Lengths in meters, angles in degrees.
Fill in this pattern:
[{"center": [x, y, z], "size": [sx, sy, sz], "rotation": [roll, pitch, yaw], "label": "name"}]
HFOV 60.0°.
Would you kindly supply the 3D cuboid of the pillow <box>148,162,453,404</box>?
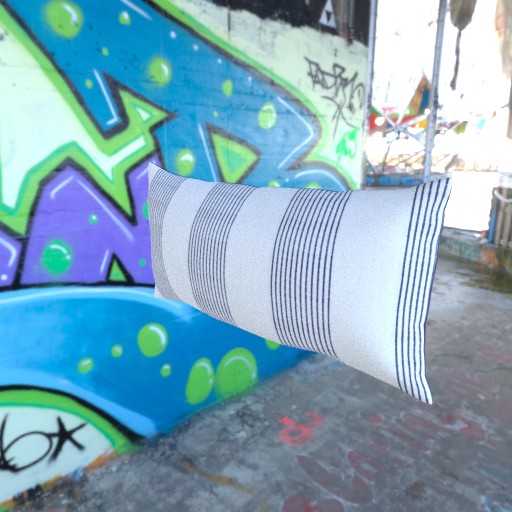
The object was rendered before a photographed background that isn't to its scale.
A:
[{"center": [0.000, 0.000, 0.724], "size": [0.610, 0.287, 0.151], "rotation": [13, 19, 42], "label": "pillow"}]
